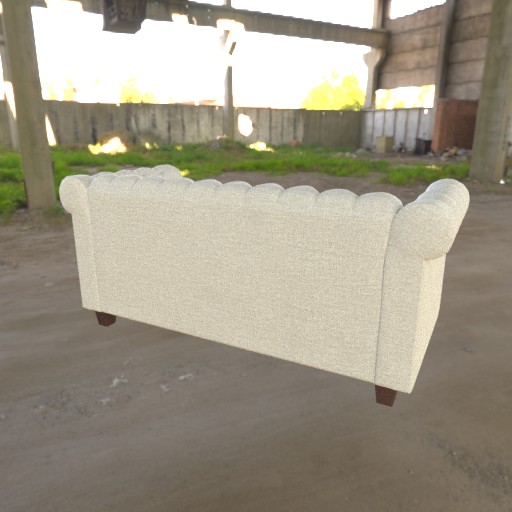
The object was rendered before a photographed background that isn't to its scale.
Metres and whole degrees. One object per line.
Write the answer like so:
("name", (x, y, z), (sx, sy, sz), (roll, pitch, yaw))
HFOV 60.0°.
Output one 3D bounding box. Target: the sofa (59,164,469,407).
("sofa", (0.000, 0.000, 2.181), (1.798, 0.797, 0.783), (9, 18, 27))
